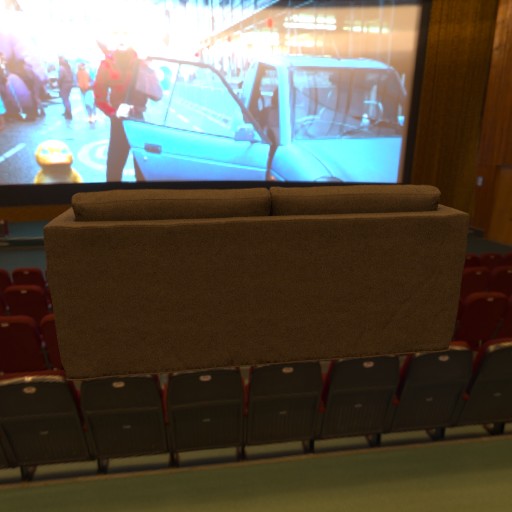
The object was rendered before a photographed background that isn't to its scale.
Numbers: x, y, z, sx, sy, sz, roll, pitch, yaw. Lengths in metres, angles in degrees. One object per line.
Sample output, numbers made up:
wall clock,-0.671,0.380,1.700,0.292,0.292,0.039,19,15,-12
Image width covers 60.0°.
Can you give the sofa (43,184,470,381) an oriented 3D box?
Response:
sofa,0.000,0.000,2.500,1.982,0.855,0.953,-2,16,-8
